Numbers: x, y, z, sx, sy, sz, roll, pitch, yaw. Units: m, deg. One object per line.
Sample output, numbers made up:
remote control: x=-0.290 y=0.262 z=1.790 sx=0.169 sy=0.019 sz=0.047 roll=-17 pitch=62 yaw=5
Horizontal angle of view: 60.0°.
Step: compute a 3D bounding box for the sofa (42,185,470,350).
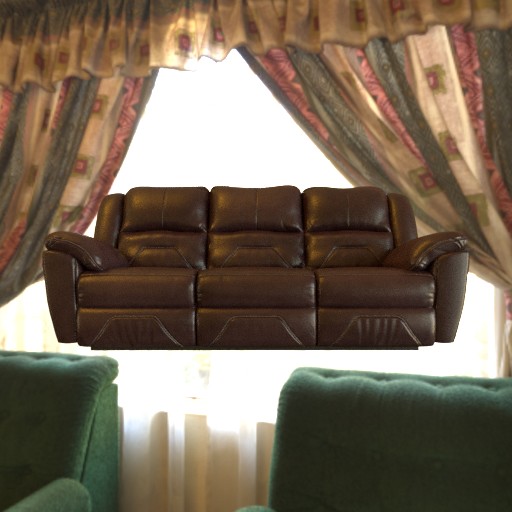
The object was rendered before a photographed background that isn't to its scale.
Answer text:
sofa: x=0.000 y=0.000 z=2.844 sx=2.337 sy=1.043 sz=0.991 roll=0 pitch=-1 yaw=0
